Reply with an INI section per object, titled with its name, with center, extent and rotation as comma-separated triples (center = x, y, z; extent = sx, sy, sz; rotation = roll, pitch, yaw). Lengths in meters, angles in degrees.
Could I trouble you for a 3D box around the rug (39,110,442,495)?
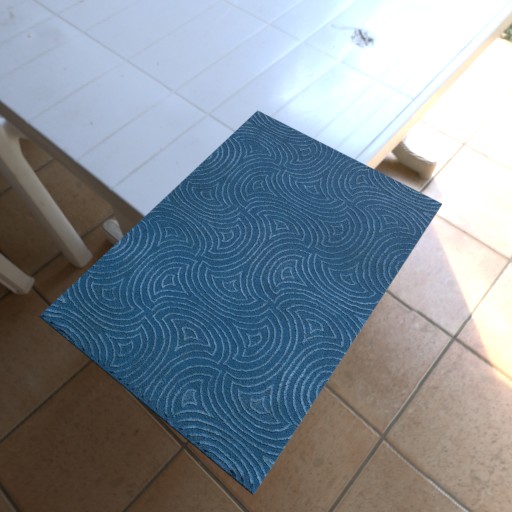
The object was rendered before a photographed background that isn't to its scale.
[rug]
center = 0.000, 0.000, 2.776
extent = 1.543, 0.015, 2.144
rotation = 32, 64, 18
